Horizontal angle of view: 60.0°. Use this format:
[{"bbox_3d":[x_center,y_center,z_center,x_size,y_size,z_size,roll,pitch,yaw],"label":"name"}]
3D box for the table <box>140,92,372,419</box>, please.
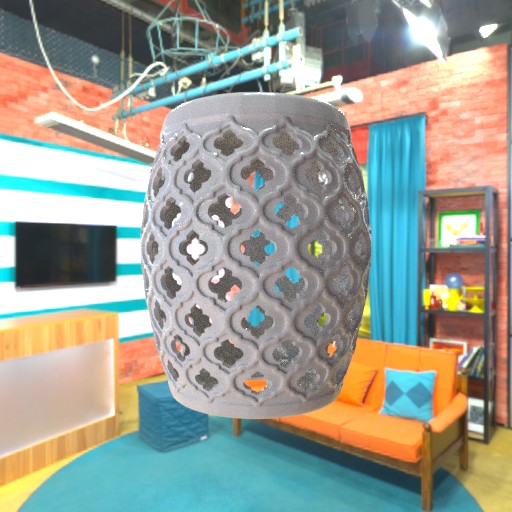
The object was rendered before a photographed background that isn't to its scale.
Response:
[{"bbox_3d":[0.000,0.000,0.645,0.325,0.388,0.325,0,1,0],"label":"table"}]
